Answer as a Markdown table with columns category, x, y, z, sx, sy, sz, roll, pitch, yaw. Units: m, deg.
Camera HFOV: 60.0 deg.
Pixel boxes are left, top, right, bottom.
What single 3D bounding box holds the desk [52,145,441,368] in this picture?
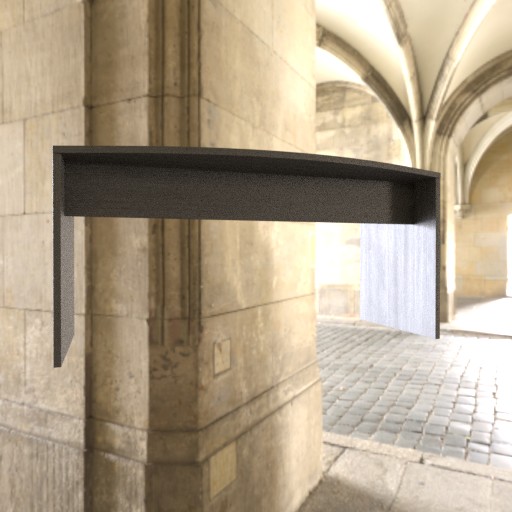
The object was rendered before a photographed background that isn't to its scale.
| category | x | y | z | sx | sy | sz | roll | pitch | yaw |
| --- | --- | --- | --- | --- | --- | --- | --- | --- | --- |
| desk | 0.000 | 0.000 | 1.969 | 1.600 | 0.750 | 0.802 | 0 | 0 | -18 |
